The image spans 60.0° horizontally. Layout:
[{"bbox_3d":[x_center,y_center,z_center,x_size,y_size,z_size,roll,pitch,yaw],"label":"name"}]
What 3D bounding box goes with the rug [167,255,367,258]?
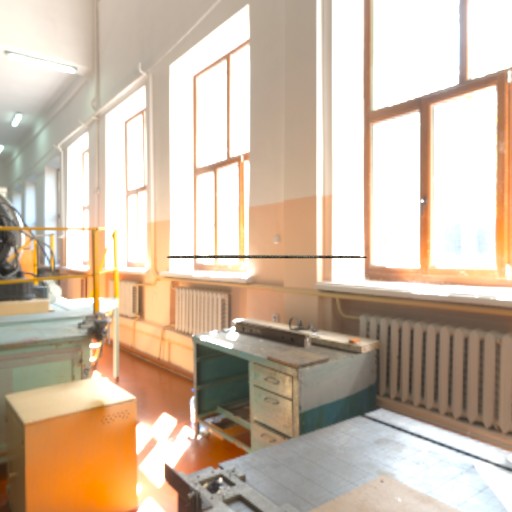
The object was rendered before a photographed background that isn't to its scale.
[{"bbox_3d":[0.000,0.000,2.957,0.762,0.011,2.664,0,0,-2],"label":"rug"}]
